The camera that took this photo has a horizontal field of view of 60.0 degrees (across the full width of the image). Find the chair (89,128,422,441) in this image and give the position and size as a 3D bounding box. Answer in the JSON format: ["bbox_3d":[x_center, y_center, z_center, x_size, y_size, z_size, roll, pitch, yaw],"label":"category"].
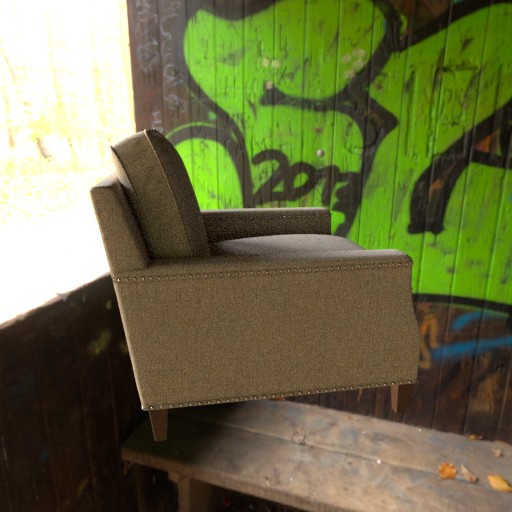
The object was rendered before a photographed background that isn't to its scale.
[{"bbox_3d":[0.000,0.000,1.702,1.014,0.943,0.853,-3,17,-9],"label":"chair"}]
